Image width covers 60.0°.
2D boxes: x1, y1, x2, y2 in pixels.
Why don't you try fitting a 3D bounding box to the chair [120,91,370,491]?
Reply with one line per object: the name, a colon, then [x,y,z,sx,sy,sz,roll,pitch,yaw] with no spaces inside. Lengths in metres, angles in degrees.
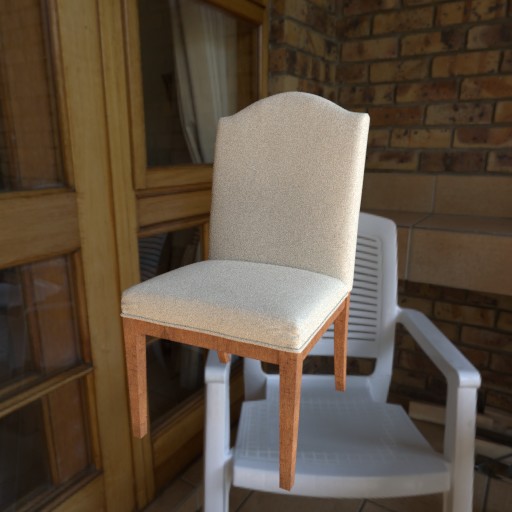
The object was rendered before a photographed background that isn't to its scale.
chair: [0.000,0.000,1.370,0.534,1.012,0.648,7,16,25]
